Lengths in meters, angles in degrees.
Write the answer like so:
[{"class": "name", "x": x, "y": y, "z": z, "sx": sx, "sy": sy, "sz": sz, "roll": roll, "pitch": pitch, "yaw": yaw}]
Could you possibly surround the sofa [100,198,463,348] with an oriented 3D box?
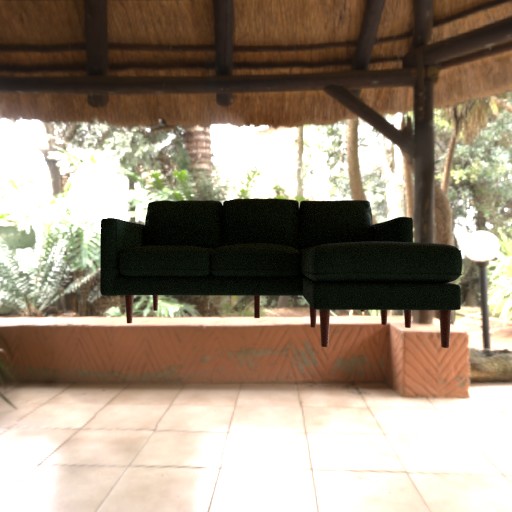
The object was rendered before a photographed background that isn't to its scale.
[{"class": "sofa", "x": 0.000, "y": 0.000, "z": 2.900, "sx": 2.030, "sy": 0.899, "sz": 1.580, "roll": 0, "pitch": 0, "yaw": 2}]
